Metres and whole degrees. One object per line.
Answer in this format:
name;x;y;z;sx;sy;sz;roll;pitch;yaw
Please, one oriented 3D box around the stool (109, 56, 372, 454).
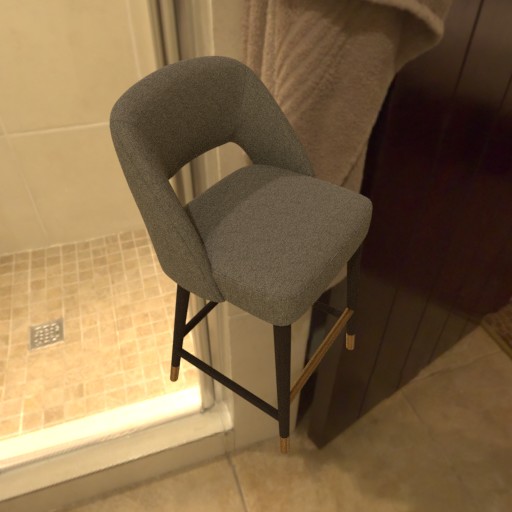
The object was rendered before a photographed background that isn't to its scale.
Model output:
stool;0.000;0.000;1.217;0.524;0.925;0.536;24;46;25
